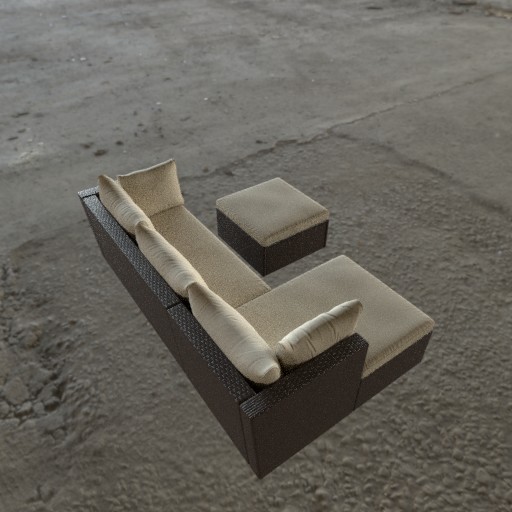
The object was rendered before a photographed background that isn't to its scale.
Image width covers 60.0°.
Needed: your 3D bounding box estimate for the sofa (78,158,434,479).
[{"bbox_3d":[0.000,0.000,3.022,1.612,0.766,2.192,-24,45,-27],"label":"sofa"}]
